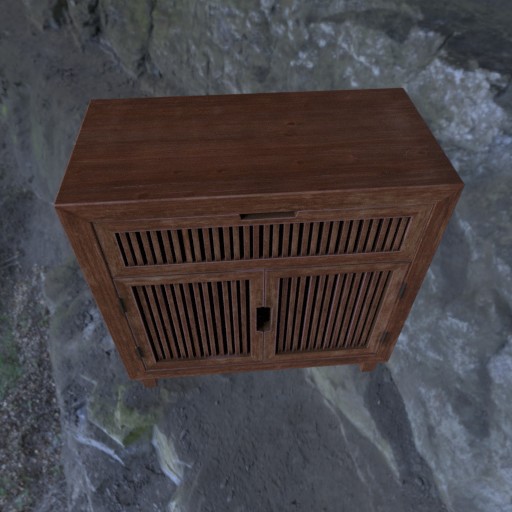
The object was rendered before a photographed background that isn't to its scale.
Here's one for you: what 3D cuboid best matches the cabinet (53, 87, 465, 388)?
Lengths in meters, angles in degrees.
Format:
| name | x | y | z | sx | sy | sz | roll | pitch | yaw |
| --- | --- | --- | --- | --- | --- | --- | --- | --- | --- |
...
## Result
| name | x | y | z | sx | sy | sz | roll | pitch | yaw |
| --- | --- | --- | --- | --- | --- | --- | --- | --- | --- |
| cabinet | 0.000 | 0.000 | 1.276 | 0.796 | 0.785 | 0.412 | -3 | 47 | -3 |
